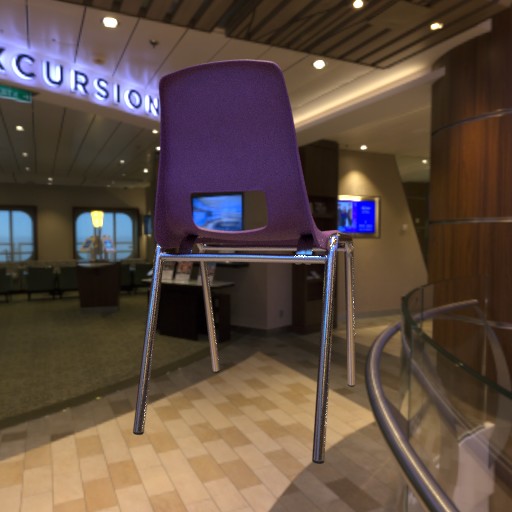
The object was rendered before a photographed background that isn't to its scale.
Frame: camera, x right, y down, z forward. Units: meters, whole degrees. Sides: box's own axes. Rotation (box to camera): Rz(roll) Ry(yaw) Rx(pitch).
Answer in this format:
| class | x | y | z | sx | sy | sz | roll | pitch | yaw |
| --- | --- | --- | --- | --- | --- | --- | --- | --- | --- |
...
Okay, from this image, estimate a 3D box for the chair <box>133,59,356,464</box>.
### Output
| class | x | y | z | sx | sy | sz | roll | pitch | yaw |
| --- | --- | --- | --- | --- | --- | --- | --- | --- | --- |
| chair | 0.000 | 0.000 | 0.936 | 0.381 | 0.654 | 0.432 | 1 | 3 | 18 |
